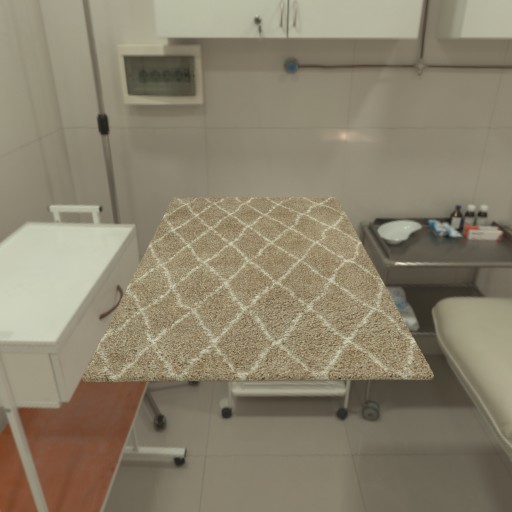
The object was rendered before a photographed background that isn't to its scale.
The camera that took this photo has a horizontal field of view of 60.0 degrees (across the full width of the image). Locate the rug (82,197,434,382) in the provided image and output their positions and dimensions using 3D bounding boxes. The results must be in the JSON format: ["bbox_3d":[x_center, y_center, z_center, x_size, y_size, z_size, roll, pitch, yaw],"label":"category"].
[{"bbox_3d":[0.000,0.000,3.002,1.524,0.030,2.438,0,26,0],"label":"rug"}]
